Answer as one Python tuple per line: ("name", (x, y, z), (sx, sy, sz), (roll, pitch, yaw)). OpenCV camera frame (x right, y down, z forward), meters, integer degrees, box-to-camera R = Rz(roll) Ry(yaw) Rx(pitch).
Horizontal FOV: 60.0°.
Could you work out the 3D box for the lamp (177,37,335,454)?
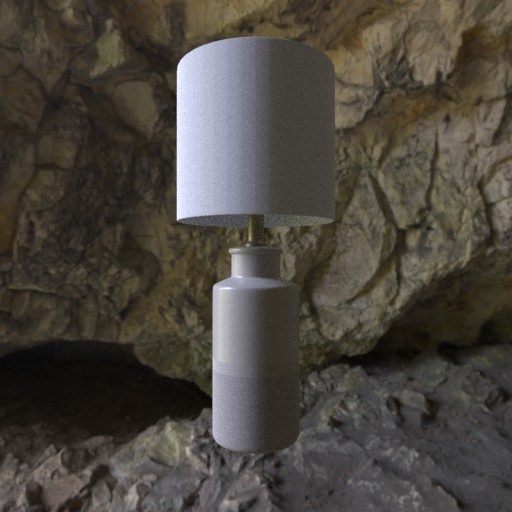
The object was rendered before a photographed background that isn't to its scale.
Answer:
("lamp", (0.000, 0.000, 0.603), (0.212, 0.493, 0.212), (0, 0, -36))
